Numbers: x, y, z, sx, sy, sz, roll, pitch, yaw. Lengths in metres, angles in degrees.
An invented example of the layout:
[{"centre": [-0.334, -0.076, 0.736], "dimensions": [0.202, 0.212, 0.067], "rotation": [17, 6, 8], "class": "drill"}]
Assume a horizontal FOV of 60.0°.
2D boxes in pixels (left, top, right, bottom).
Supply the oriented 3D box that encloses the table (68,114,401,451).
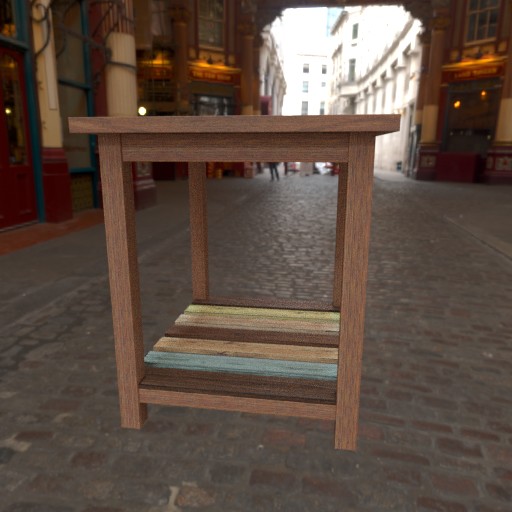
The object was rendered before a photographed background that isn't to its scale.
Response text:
[{"centre": [0.000, 0.000, 1.122], "dimensions": [0.559, 0.635, 0.660], "rotation": [2, 14, 9], "class": "table"}]
